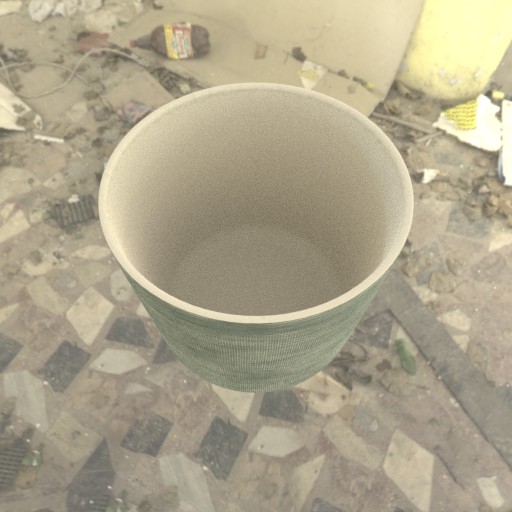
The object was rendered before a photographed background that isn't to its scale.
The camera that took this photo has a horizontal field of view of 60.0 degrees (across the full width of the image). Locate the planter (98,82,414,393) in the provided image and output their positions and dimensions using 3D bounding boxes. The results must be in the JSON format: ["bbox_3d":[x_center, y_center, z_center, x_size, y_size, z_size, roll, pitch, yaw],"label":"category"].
[{"bbox_3d":[0.000,0.000,0.794,0.440,0.398,0.440,0,57,0],"label":"planter"}]
